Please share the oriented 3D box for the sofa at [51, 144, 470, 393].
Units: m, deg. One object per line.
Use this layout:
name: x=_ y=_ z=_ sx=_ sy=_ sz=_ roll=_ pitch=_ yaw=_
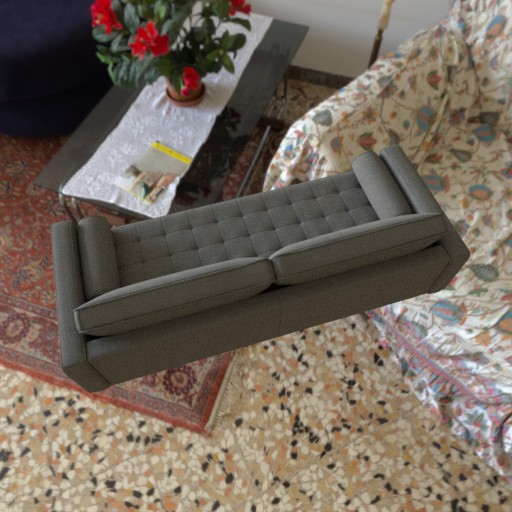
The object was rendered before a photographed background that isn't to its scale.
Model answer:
sofa: x=0.000 y=0.000 z=2.630 sx=2.198 sy=0.762 sz=0.914 roll=-15 pitch=59 yaw=-9
